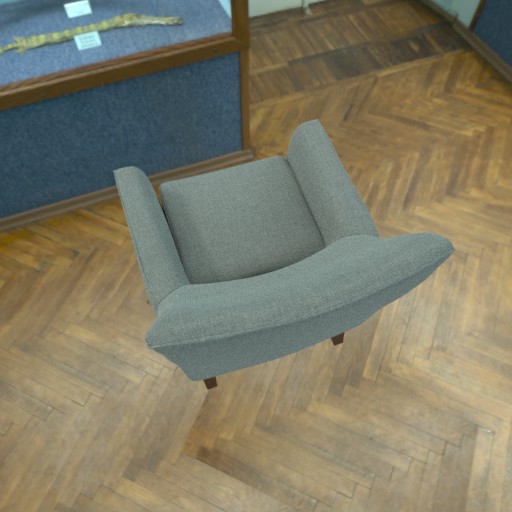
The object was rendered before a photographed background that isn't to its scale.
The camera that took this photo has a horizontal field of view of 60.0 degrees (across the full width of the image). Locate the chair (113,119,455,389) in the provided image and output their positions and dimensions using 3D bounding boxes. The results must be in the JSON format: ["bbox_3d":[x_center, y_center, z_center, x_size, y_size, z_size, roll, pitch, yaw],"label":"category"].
[{"bbox_3d":[0.000,0.000,1.764,0.887,1.047,0.993,-17,61,-10],"label":"chair"}]
